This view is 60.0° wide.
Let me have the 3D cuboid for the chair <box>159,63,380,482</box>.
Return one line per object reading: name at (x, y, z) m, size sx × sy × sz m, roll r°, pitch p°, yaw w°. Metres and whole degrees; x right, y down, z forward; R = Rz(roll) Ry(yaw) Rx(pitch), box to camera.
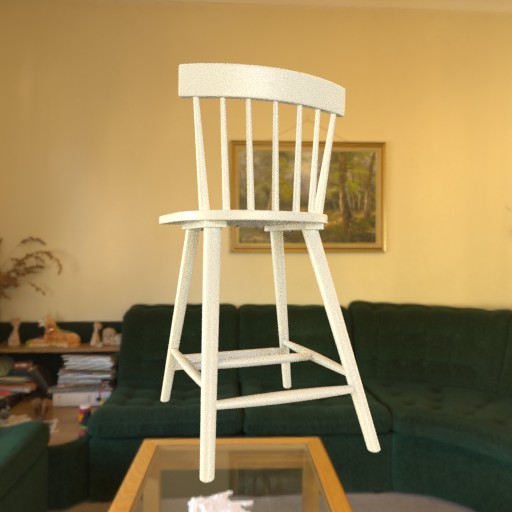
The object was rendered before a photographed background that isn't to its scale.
chair at (0.000, 0.000, 1.265) m, size 0.483 × 0.952 × 0.572 m, roll 0°, pitch 0°, yaw -20°
